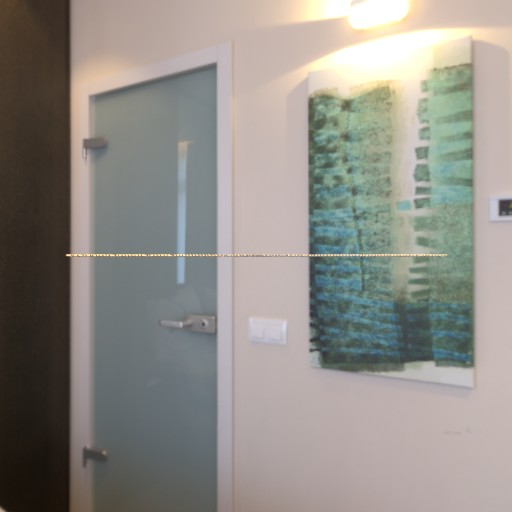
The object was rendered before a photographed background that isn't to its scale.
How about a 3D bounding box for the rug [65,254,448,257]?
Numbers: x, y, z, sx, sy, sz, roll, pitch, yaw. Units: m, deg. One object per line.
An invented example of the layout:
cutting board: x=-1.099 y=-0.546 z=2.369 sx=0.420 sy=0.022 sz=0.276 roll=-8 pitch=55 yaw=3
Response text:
rug: x=0.000 y=0.000 z=4.139 sx=2.143 sy=0.015 sz=3.422 roll=0 pitch=0 yaw=0
